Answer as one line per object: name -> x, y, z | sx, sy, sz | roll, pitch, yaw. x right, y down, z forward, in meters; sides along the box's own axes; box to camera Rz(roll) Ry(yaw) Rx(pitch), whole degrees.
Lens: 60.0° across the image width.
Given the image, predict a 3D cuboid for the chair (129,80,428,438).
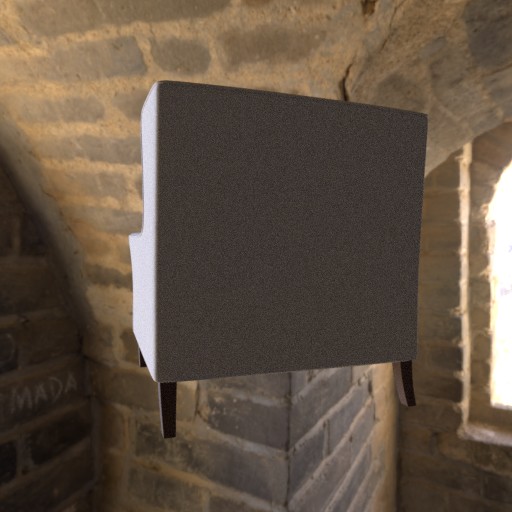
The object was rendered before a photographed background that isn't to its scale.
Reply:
chair -> 0.000, 0.000, 1.856 | 0.982, 1.056, 1.040 | 0, 0, -19
